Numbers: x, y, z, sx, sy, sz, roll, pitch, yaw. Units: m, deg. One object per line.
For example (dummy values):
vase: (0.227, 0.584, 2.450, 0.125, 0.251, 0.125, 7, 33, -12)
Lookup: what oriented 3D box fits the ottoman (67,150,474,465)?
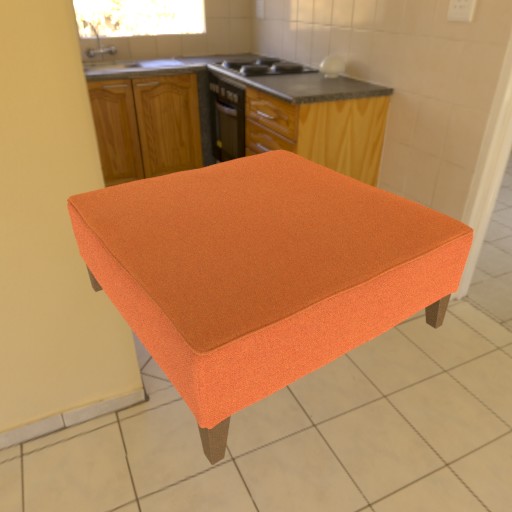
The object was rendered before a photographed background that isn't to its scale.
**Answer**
ottoman: (0.000, 0.000, 1.559, 0.999, 0.438, 0.997, -20, 36, -30)
